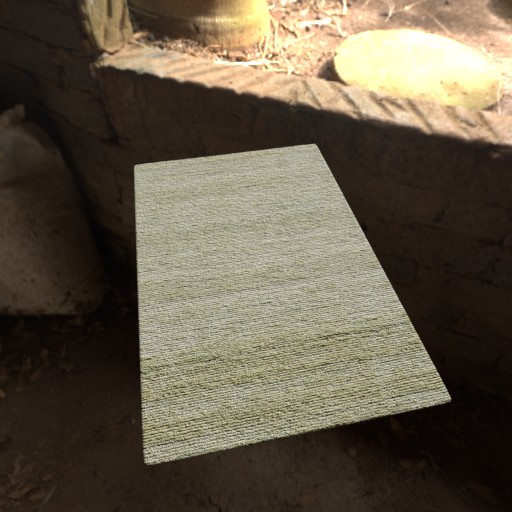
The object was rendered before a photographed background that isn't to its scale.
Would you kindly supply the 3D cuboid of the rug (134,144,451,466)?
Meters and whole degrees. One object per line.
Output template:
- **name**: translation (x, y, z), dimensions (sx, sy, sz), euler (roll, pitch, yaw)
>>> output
- **rug**: translation (0.000, 0.000, 2.164), dimensions (1.143, 0.010, 1.758), euler (-9, 48, -8)
